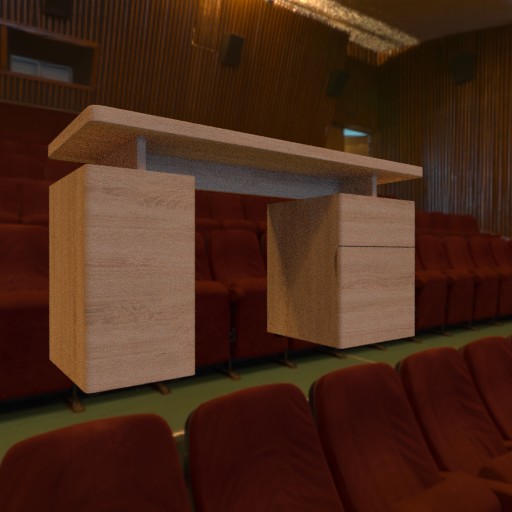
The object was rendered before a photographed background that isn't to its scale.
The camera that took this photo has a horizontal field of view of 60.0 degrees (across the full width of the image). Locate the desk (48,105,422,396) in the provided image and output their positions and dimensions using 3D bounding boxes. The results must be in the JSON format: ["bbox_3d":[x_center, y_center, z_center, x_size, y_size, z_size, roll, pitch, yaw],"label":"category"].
[{"bbox_3d":[0.000,0.000,1.729,1.400,0.760,0.550,0,0,-36],"label":"desk"}]
